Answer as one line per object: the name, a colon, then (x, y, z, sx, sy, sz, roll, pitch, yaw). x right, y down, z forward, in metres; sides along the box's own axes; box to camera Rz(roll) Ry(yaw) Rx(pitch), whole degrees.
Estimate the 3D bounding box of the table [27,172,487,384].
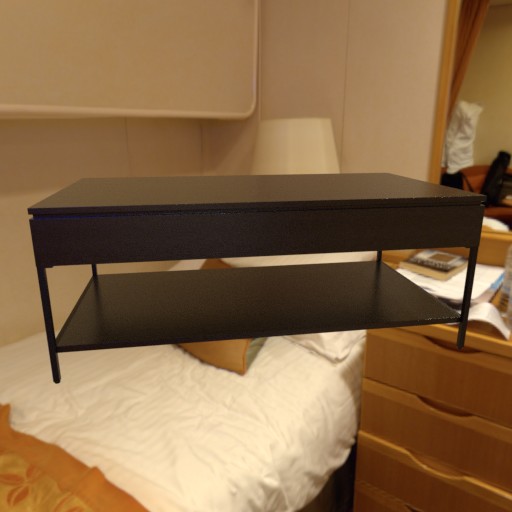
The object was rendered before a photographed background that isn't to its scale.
table: (0.000, 0.000, 1.374, 1.095, 0.435, 0.574, -3, 17, -9)
